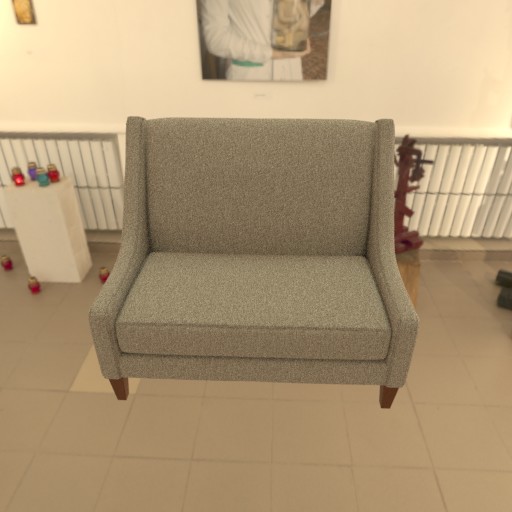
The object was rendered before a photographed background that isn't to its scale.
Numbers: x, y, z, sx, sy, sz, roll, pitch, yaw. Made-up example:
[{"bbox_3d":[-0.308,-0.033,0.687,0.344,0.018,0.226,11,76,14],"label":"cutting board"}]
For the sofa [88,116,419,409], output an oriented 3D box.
[{"bbox_3d":[0.000,0.000,1.958,1.242,1.026,0.862,1,31,2],"label":"sofa"}]
